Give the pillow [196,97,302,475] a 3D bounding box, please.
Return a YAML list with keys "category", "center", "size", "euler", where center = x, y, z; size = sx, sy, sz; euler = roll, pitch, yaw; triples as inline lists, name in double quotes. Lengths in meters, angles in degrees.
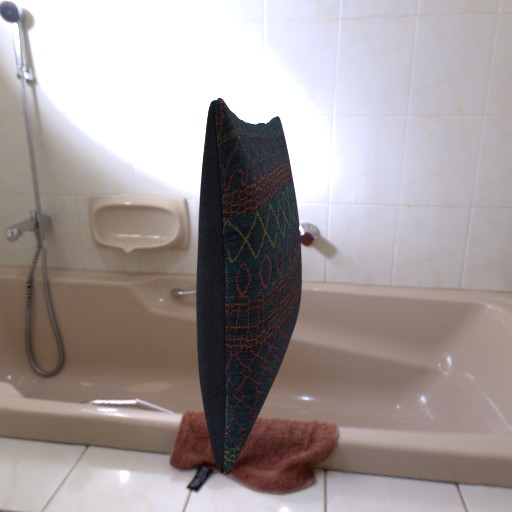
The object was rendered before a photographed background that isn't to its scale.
- category: "pillow"
  center: [0.000, 0.000, 0.677]
  size: [0.141, 0.431, 0.431]
  euler: [3, 16, 10]
